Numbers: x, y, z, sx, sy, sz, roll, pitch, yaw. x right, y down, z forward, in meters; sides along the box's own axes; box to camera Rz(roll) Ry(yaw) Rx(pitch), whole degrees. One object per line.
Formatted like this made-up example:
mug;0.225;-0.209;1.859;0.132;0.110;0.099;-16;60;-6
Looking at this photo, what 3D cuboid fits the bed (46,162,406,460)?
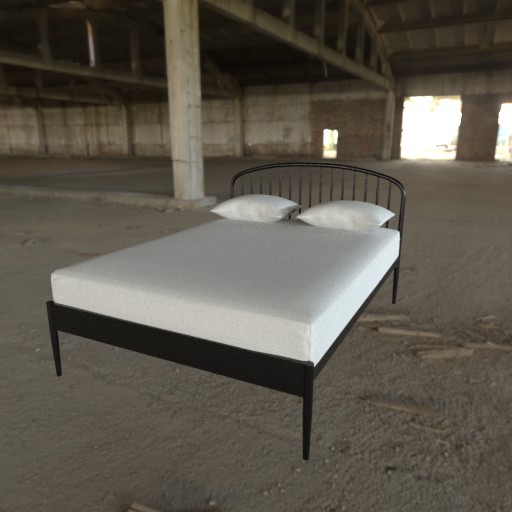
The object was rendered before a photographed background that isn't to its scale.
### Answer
bed;0.000;0.000;3.076;1.618;1.166;2.159;8;17;26
